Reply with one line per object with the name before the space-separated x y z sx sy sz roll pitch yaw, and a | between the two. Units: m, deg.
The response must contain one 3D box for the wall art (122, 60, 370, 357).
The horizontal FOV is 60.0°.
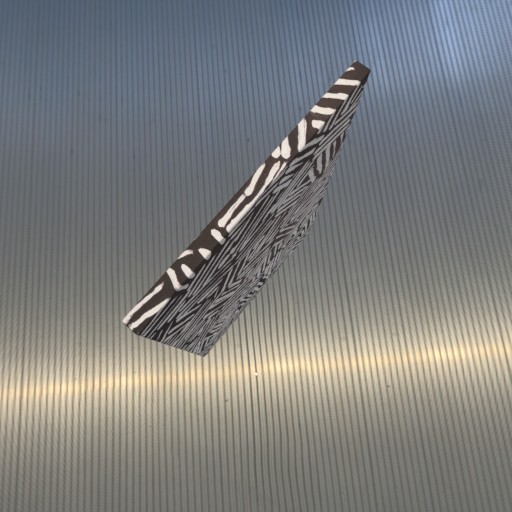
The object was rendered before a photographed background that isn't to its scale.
wall art | 0.000 0.000 1.185 0.035 0.918 0.615 38 78 9
